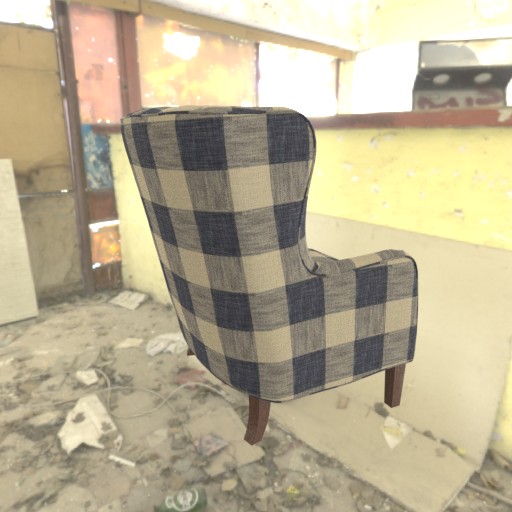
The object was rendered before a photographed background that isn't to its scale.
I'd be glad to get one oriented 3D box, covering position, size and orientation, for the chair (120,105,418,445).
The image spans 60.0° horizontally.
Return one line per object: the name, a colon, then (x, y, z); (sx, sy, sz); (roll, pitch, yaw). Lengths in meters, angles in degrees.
chair: (0.000, 0.000, 1.669); (0.889, 1.041, 0.830); (-7, 16, -24)
